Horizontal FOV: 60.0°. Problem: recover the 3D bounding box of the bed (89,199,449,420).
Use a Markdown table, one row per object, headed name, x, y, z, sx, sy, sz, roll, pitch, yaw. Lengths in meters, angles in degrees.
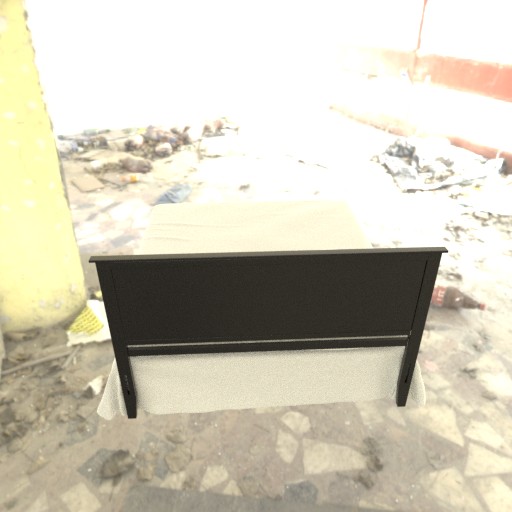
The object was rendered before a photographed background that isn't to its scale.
| name | x | y | z | sx | sy | sz | roll | pitch | yaw |
| --- | --- | --- | --- | --- | --- | --- | --- | --- | --- |
| bed | 0.000 | 0.000 | 3.716 | 2.315 | 1.271 | 2.219 | -2 | 30 | -3 |
